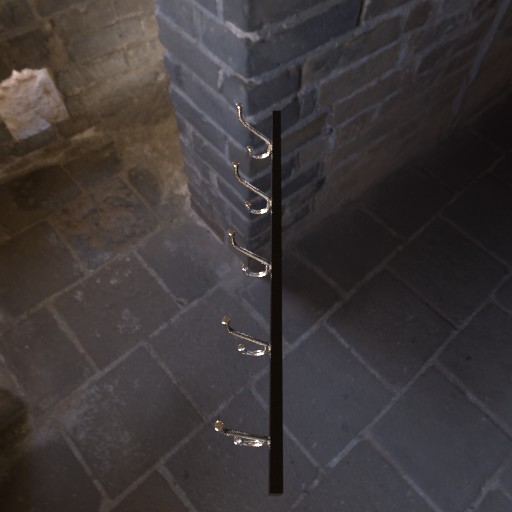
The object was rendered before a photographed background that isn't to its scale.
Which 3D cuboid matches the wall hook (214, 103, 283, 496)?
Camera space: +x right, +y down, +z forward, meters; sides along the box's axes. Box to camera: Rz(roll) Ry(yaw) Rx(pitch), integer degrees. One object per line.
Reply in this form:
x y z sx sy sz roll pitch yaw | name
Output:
0.000 0.000 0.605 0.071 0.117 0.571 1 59 1 | wall hook
